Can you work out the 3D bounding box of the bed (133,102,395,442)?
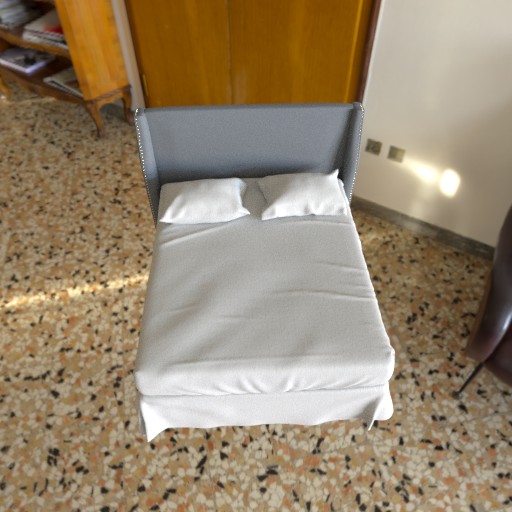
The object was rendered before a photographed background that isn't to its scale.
[{"bbox_3d":[0.000,0.000,3.416,1.925,1.332,2.276,-2,47,-2],"label":"bed"}]
